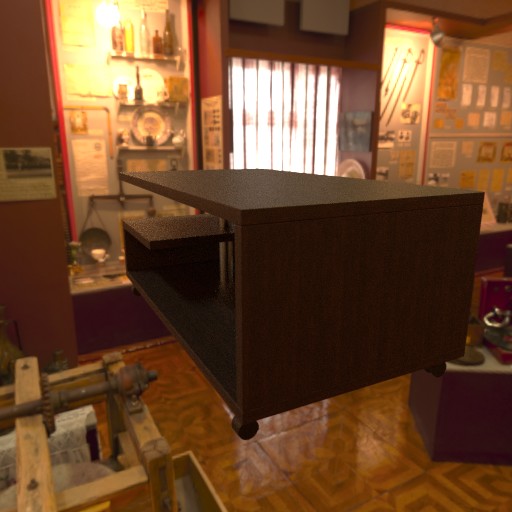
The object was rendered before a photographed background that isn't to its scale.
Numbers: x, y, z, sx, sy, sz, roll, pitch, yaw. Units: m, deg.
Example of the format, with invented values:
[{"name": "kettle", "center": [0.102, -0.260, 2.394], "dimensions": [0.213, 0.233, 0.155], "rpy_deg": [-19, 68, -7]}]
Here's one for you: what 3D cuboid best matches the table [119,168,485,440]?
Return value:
[{"name": "table", "center": [0.000, 0.000, 1.348], "dimensions": [0.590, 0.460, 1.050], "rpy_deg": [-7, 16, -26]}]
